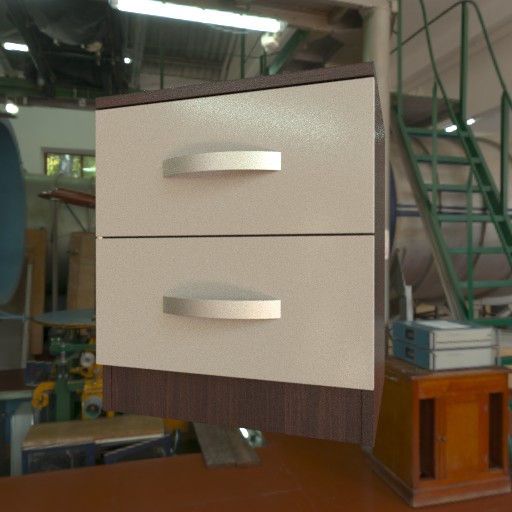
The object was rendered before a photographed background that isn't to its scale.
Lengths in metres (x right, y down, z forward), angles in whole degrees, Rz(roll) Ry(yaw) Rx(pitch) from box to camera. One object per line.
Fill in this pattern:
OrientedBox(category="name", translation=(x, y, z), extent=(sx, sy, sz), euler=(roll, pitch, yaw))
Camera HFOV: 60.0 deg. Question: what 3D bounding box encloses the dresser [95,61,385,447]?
OrientedBox(category="dresser", translation=(0.000, 0.000, 0.741), extent=(0.400, 0.470, 0.360), euler=(0, 0, 18))
